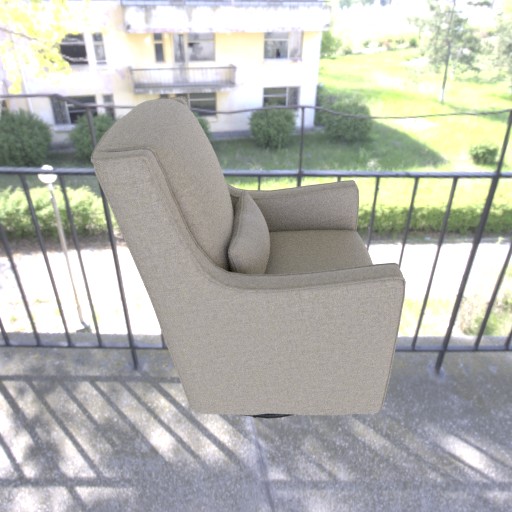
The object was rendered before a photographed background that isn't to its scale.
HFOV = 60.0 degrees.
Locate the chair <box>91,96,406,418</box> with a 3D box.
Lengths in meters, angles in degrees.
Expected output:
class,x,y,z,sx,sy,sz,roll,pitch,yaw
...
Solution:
class,x,y,z,sx,sy,sz,roll,pitch,yaw
chair,0.000,0.000,1.577,0.879,0.993,0.732,0,31,0
